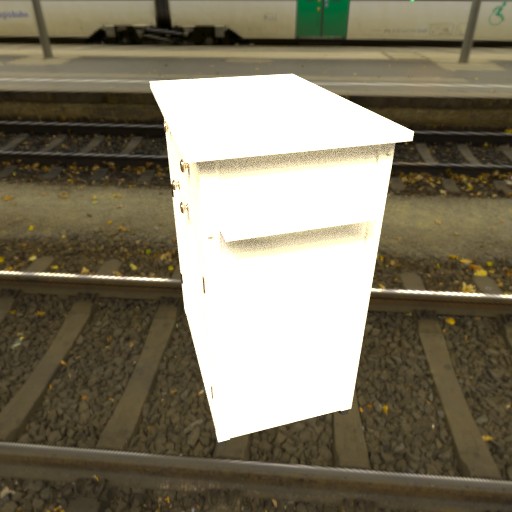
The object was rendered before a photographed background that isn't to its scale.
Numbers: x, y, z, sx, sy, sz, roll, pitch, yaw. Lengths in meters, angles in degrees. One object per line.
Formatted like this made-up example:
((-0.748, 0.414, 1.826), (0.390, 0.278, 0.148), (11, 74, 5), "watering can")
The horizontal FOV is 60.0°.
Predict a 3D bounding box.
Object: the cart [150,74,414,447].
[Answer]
((0.000, 0.000, 1.287), (0.442, 0.864, 0.683), (-9, 33, -14), "cart")
